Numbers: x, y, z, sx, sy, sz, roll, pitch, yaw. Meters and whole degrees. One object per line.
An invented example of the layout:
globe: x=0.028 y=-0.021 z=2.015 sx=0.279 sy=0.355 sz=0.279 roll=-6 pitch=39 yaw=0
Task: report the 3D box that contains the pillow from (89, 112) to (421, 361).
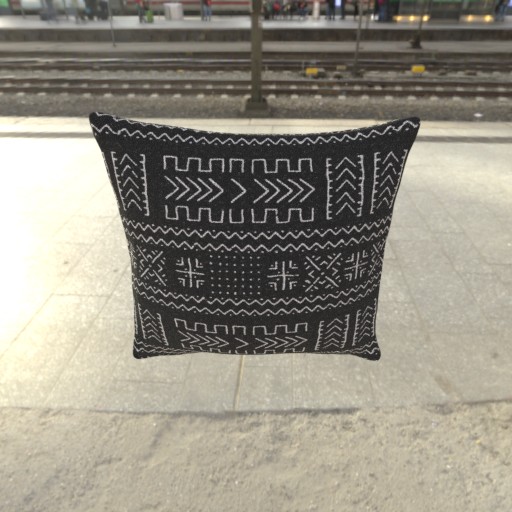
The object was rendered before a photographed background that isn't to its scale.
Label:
pillow: x=0.000 y=0.000 z=0.680 sx=0.438 sy=0.430 sz=0.164 roll=1 pitch=30 yaw=1
